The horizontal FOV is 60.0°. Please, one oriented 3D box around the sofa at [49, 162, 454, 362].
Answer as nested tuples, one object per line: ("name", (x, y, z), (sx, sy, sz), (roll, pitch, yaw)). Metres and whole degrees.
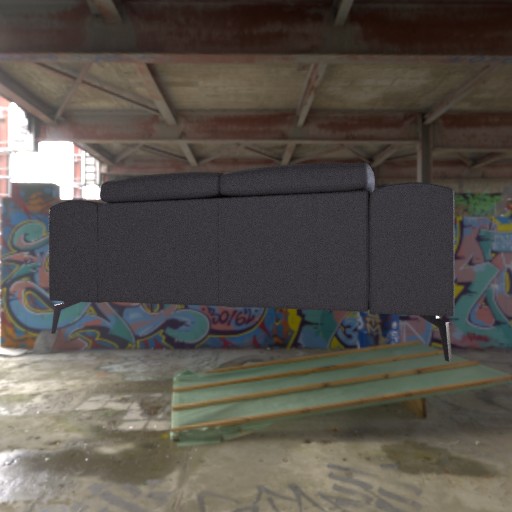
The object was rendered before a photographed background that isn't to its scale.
("sofa", (0.000, 0.000, 2.374), (1.895, 0.779, 1.003), (0, 0, 19))
